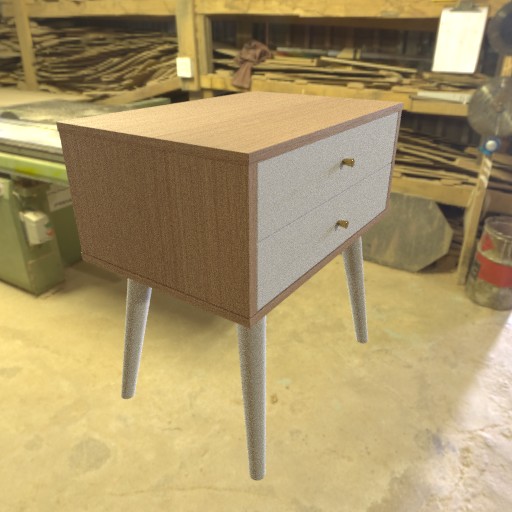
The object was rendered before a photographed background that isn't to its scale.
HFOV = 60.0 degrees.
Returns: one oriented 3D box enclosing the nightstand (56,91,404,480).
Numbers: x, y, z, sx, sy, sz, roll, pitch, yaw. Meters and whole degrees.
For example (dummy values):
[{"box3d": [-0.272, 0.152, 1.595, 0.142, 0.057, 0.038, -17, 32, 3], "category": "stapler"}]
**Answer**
[{"box3d": [0.000, 0.000, 0.971, 0.407, 0.610, 0.571, 17, 31, 31], "category": "nightstand"}]
